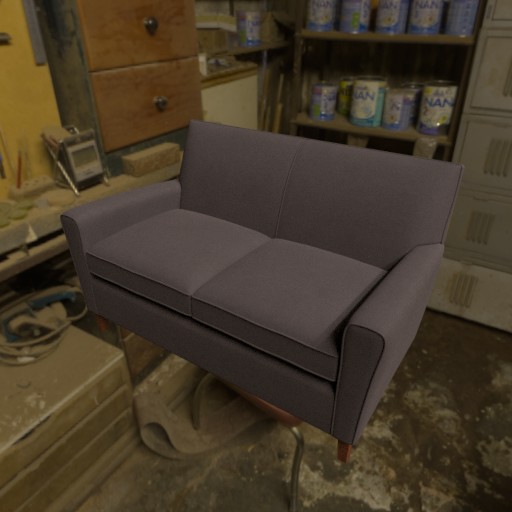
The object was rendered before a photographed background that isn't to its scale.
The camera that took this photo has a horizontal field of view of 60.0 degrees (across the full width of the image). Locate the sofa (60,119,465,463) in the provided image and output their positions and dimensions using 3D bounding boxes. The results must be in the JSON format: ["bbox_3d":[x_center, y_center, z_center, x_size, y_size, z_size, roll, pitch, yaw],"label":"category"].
[{"bbox_3d":[0.000,0.000,1.908,1.420,0.846,0.871,18,34,29],"label":"sofa"}]
